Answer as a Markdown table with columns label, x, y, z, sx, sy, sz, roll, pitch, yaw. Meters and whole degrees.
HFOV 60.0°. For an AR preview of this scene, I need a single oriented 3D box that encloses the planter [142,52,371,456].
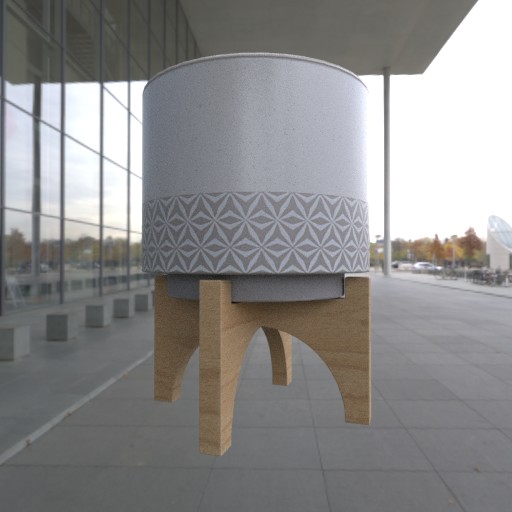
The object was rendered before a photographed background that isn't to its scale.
| label | x | y | z | sx | sy | sz | roll | pitch | yaw |
| --- | --- | --- | --- | --- | --- | --- | --- | --- | --- |
| planter | 0.000 | 0.000 | 0.498 | 0.249 | 0.343 | 0.249 | 0 | -1 | 0 |
